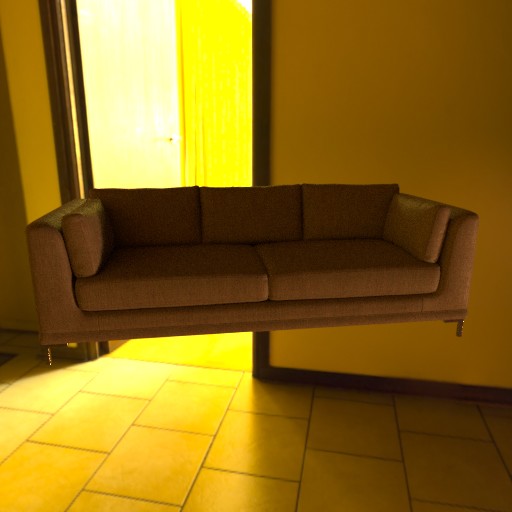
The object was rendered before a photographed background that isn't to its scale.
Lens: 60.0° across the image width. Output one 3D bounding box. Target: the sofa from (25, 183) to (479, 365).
[{"bbox_3d":[0.000,0.000,2.835,2.415,0.867,0.969,-2,15,-8],"label":"sofa"}]
